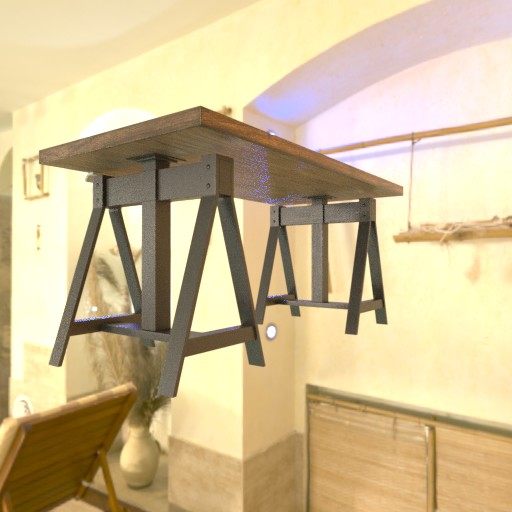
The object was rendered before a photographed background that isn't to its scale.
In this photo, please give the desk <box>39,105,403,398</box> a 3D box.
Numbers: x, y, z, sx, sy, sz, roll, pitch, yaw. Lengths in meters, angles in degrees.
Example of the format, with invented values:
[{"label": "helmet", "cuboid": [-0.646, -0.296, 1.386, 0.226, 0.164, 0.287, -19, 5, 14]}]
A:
[{"label": "desk", "cuboid": [0.000, 0.000, 1.923, 0.784, 0.725, 1.543, 0, 0, 36]}]
